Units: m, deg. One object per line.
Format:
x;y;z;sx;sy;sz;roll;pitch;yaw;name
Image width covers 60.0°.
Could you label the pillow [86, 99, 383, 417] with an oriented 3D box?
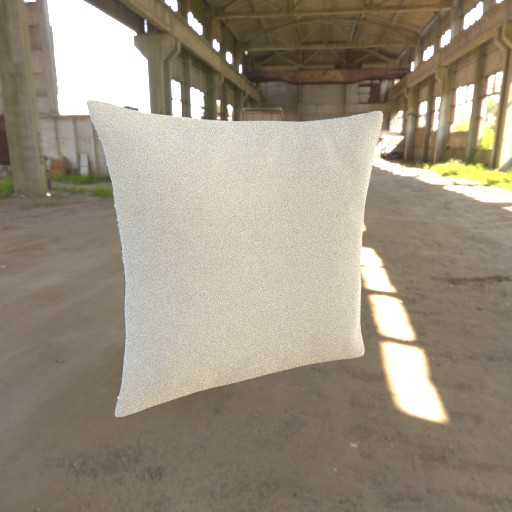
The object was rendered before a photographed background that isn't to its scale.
0.000;0.000;0.790;0.525;0.508;0.166;-7;16;-25;pillow
